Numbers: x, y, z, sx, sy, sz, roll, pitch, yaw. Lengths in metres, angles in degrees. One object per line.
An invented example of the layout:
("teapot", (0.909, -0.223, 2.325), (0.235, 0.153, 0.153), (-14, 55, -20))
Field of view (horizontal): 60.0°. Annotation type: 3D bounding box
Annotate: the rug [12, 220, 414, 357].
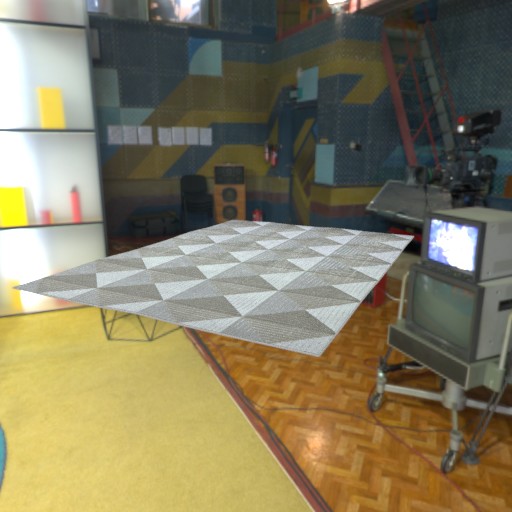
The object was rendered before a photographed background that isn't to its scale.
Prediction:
("rug", (0.000, 0.000, 4.235), (2.428, 0.027, 3.333), (7, 16, 26))
